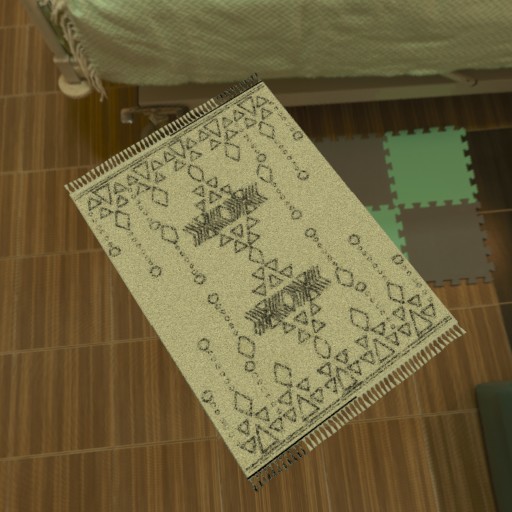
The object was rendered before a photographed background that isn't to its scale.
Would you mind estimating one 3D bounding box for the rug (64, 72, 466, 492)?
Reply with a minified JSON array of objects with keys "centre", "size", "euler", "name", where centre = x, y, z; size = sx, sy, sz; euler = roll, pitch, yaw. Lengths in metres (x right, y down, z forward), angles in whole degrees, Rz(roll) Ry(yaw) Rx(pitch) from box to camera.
[{"centre":[0.000,0.000,2.902],"size":[1.600,0.013,2.312],"euler":[-34,77,-9],"name":"rug"}]
